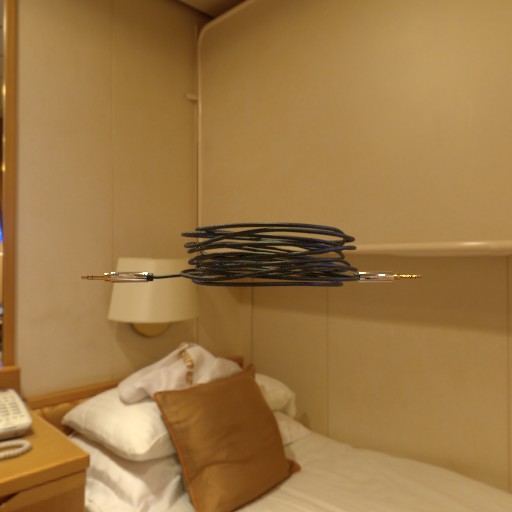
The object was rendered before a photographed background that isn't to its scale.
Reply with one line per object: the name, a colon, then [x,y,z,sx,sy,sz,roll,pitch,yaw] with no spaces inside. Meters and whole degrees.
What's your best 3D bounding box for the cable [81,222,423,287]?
cable: [0.000,0.000,0.516,0.432,0.069,0.198,0,-1,-1]
